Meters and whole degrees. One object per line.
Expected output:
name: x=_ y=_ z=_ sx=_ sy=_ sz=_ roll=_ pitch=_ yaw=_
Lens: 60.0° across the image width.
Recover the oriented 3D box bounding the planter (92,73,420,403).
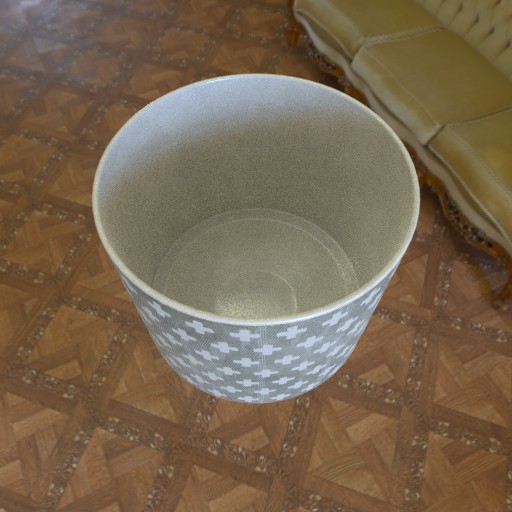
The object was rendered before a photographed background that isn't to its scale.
planter: x=0.000 y=0.000 z=0.337 sx=0.190 sy=0.181 sz=0.190 roll=0 pitch=58 yaw=0
